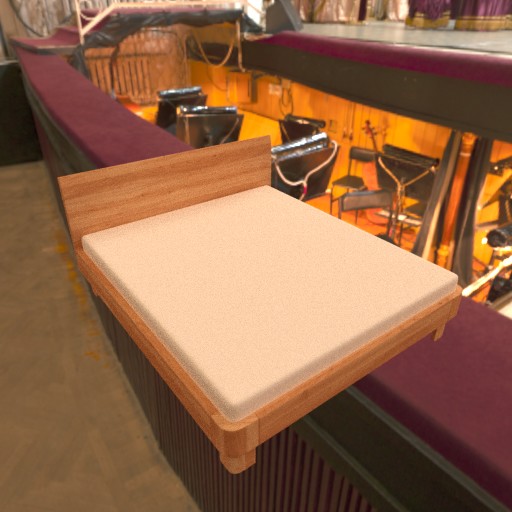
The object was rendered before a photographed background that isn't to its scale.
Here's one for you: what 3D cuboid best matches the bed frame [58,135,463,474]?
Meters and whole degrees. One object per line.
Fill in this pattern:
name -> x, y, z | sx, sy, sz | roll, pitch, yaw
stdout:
bed frame -> 0.000, 0.000, 3.066 | 1.872, 0.940, 2.092 | -21, 36, -31
